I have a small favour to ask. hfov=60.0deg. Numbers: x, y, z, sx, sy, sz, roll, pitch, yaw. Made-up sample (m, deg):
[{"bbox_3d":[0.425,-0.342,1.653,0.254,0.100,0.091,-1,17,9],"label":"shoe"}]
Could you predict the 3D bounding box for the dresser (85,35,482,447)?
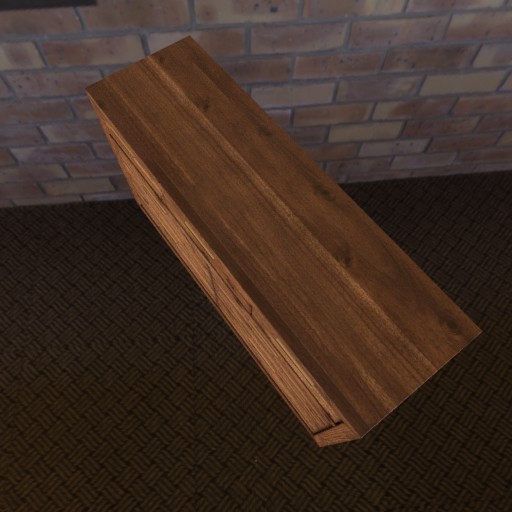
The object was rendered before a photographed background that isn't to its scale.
[{"bbox_3d":[0.000,0.000,1.741,0.438,0.892,1.387,-34,70,-15],"label":"dresser"}]
